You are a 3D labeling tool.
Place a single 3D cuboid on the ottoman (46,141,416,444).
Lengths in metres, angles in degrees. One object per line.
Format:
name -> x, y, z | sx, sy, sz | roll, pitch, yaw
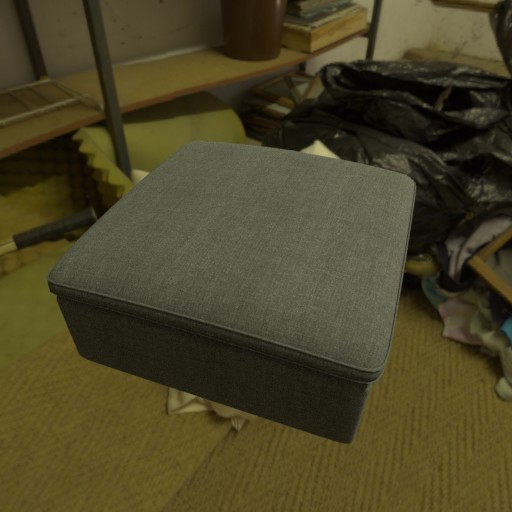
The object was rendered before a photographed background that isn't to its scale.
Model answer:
ottoman -> 0.000, 0.000, 1.723 | 1.067, 0.559, 1.067 | 13, 41, 15
